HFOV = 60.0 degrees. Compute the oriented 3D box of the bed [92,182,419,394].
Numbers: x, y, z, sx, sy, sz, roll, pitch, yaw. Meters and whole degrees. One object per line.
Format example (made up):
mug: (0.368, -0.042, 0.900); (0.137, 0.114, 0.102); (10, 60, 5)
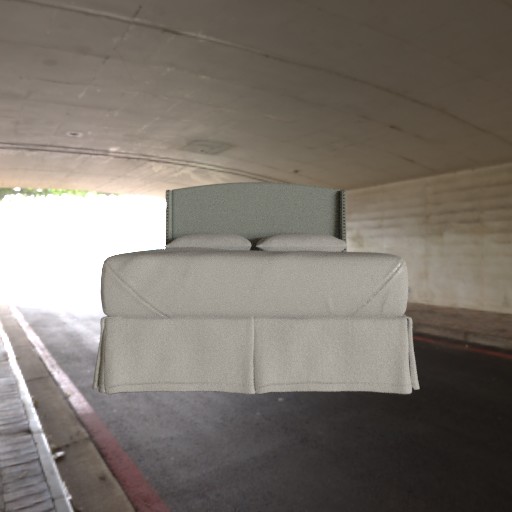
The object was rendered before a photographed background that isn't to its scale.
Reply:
bed: (0.000, 0.000, 3.292); (1.710, 1.407, 2.237); (0, 1, 0)
